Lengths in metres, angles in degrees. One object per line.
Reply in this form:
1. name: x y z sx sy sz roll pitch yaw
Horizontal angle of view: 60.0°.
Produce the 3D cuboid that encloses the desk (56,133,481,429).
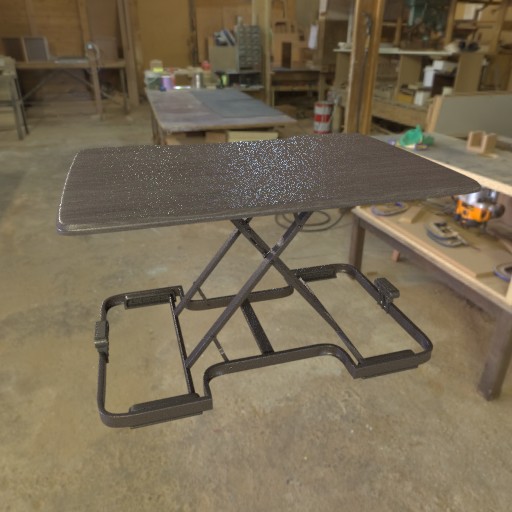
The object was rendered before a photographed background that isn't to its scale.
1. desk: 0.000 0.000 1.116 0.820 0.470 0.546 -7 28 -14
